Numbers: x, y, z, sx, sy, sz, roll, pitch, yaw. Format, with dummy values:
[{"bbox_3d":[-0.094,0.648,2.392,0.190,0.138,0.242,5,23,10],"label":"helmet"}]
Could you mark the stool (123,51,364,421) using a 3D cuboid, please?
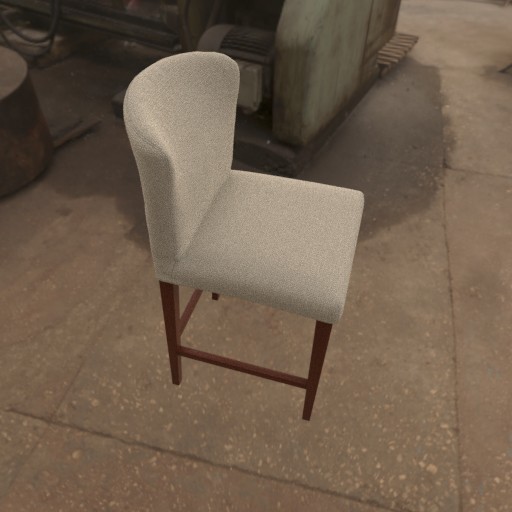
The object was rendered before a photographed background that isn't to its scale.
[{"bbox_3d":[0.000,0.000,1.349,0.568,1.069,0.481,12,47,11],"label":"stool"}]
